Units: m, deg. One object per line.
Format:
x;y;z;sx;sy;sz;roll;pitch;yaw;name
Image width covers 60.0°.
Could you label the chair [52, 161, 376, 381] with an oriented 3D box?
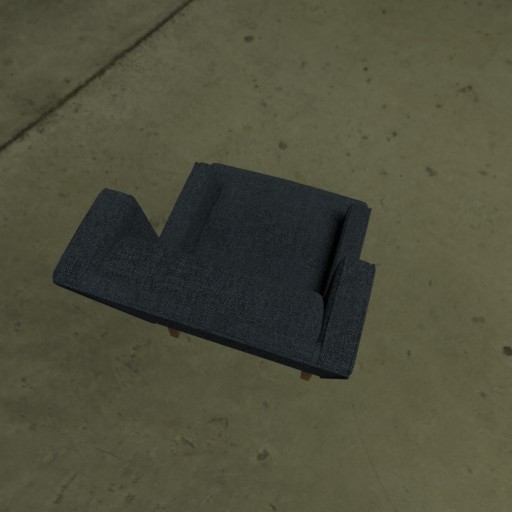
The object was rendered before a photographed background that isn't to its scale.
0.000;0.000;1.696;0.764;1.072;0.947;16;64;8;chair
